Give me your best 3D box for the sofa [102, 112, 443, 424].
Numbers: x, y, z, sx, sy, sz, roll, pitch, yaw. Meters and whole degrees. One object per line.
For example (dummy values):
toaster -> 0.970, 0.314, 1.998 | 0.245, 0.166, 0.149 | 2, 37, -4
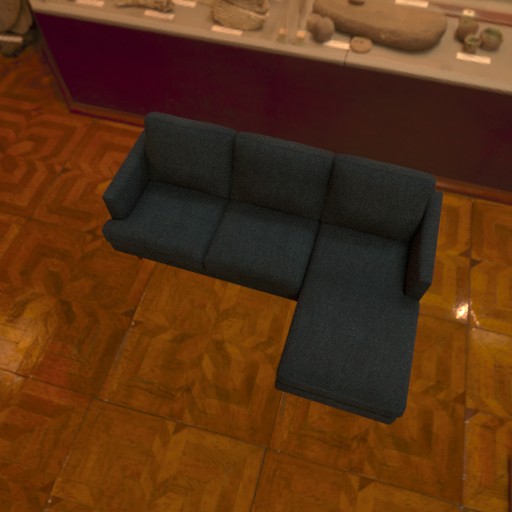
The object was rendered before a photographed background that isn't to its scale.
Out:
sofa -> 0.000, 0.000, 3.018 | 2.233, 0.956, 1.504 | 15, 60, 9
